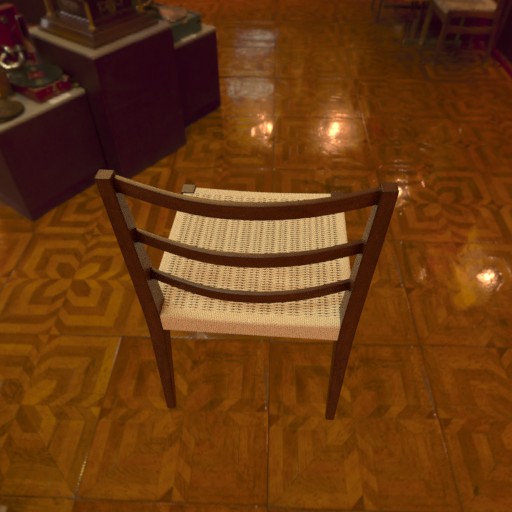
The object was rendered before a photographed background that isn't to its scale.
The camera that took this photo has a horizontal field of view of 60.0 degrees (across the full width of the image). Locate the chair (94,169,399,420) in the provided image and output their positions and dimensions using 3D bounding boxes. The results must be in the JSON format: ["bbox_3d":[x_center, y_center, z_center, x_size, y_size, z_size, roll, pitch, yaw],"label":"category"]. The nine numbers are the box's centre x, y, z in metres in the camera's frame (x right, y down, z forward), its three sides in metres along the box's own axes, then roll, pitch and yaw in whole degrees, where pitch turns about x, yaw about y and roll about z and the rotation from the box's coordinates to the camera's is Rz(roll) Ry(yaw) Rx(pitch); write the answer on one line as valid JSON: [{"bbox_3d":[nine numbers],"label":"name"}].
[{"bbox_3d":[0.000,0.000,1.132,0.480,0.813,0.551,3,46,3],"label":"chair"}]
